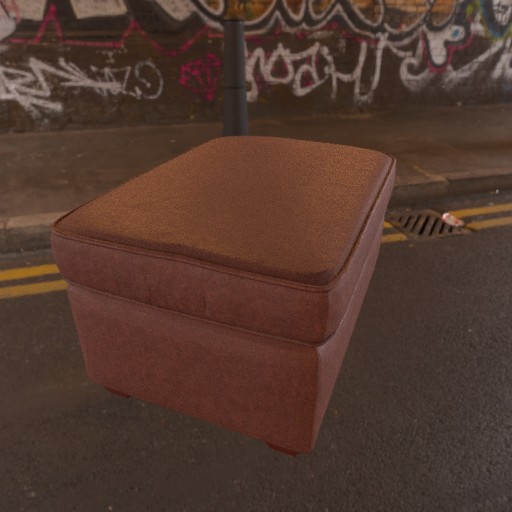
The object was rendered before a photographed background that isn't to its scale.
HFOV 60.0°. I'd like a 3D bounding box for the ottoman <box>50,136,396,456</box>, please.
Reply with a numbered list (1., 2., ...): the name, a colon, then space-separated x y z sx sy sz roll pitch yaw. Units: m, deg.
1. ottoman: 0.000 0.000 1.077 0.548 0.449 0.749 11 31 19
